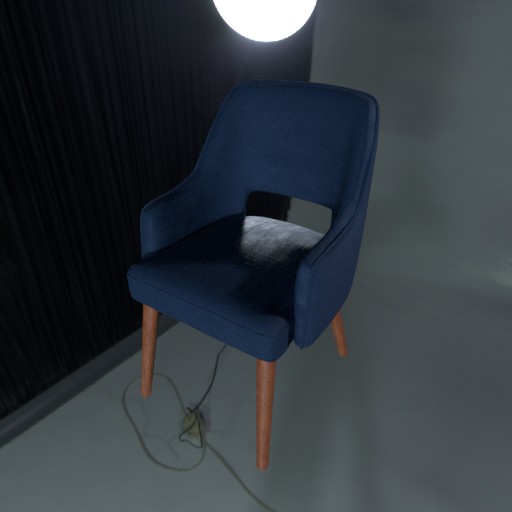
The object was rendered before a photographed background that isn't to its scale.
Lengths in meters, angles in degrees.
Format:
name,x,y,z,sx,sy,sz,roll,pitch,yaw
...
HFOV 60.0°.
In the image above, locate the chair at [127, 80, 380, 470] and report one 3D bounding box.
name,x,y,z,sx,sy,sz,roll,pitch,yaw
chair,0.000,0.000,1.236,0.559,0.844,0.591,19,35,29
